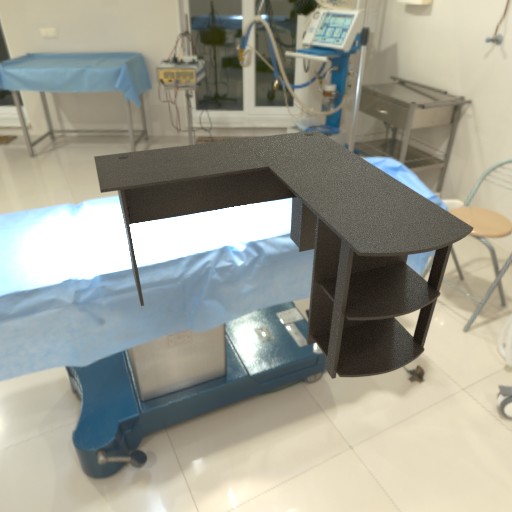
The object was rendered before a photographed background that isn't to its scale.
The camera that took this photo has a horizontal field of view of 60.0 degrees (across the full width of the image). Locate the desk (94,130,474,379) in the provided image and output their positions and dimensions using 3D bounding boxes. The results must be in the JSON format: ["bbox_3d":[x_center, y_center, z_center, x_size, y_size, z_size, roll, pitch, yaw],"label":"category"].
[{"bbox_3d":[0.000,0.000,2.169,1.303,0.716,1.361,-11,35,-17],"label":"desk"}]
